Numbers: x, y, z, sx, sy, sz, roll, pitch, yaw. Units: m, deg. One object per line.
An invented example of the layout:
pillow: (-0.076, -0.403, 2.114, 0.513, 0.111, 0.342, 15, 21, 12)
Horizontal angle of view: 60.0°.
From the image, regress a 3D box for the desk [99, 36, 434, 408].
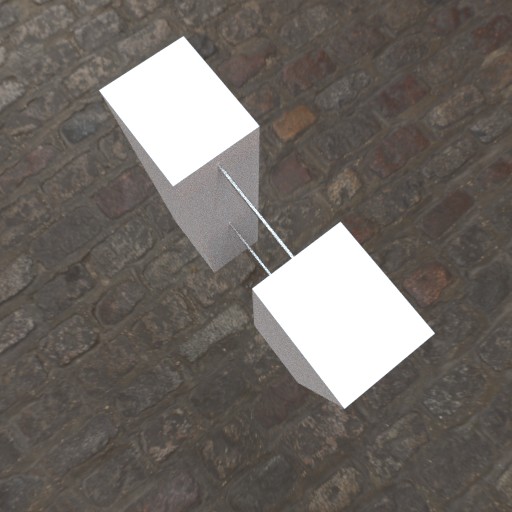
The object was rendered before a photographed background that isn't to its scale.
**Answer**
desk: (0.000, 0.000, 2.907, 0.480, 2.000, 1.770, -37, 80, -8)
